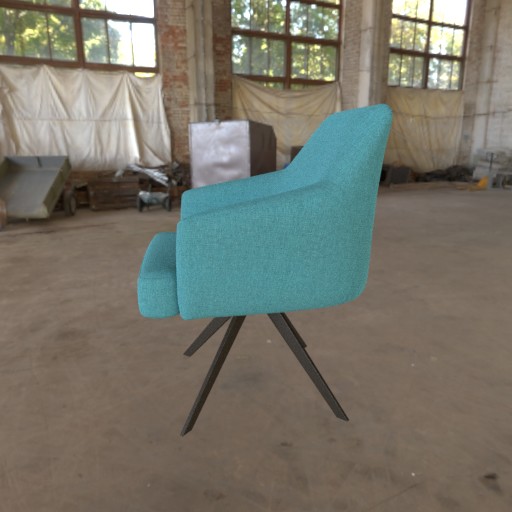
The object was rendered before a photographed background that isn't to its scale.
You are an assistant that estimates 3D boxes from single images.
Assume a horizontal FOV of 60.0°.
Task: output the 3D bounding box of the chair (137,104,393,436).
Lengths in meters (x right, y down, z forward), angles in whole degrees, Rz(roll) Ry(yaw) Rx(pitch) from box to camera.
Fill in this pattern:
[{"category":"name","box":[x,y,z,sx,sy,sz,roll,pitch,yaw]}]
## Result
[{"category":"chair","box":[0.000,0.000,1.372,0.677,0.874,0.642,-2,15,-8]}]
